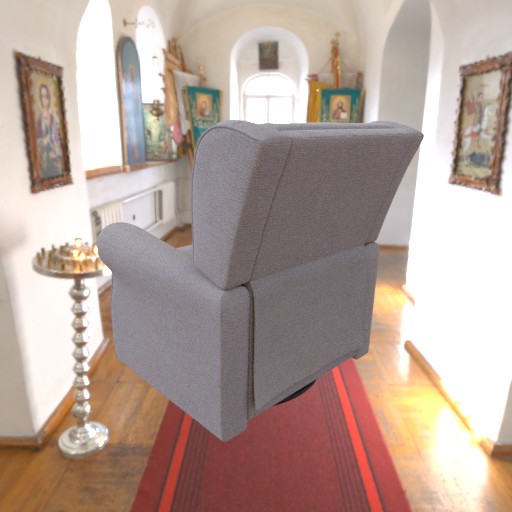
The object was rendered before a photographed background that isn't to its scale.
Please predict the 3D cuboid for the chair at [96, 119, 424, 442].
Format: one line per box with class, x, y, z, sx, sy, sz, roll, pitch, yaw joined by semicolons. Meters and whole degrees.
chair;0.000;0.000;1.655;0.906;0.966;0.854;-16;23;-42
